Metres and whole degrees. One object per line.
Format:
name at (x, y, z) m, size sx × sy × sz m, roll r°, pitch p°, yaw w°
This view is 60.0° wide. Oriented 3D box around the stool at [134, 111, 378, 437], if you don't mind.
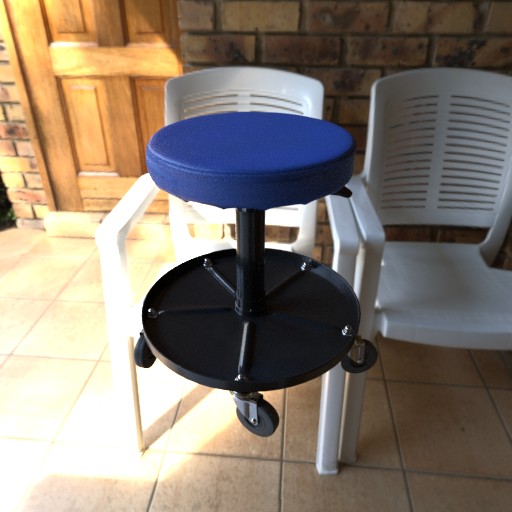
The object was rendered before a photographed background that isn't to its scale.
stool at (0.000, 0.000, 0.668) m, size 0.382 × 0.365 × 0.381 m, roll 0°, pitch 31°, yaw -1°
